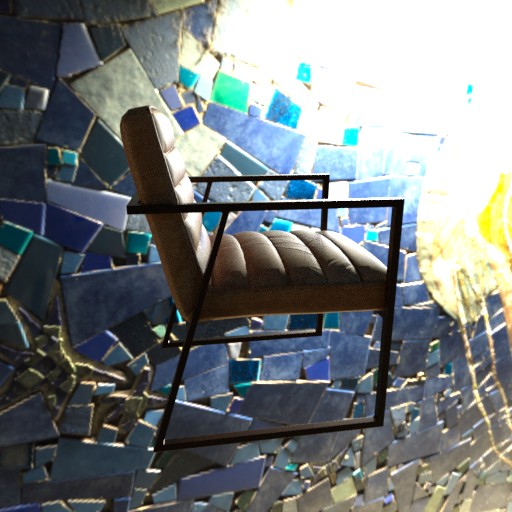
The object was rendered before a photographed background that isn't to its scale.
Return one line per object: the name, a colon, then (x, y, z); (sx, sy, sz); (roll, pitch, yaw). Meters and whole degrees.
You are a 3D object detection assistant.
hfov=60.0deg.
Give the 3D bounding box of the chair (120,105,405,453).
chair: (0.000, 0.000, 1.309); (0.677, 0.832, 0.571); (-3, 17, -9)
